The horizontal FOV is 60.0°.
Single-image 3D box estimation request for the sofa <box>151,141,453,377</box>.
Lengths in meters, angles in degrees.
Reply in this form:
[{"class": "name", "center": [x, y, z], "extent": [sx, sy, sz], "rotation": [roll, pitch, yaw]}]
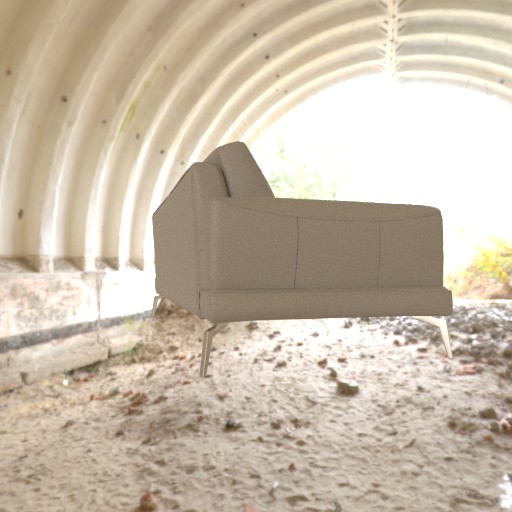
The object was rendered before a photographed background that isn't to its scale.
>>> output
[{"class": "sofa", "center": [0.000, 0.000, 2.748], "extent": [1.121, 0.930, 2.177], "rotation": [0, -1, -18]}]
